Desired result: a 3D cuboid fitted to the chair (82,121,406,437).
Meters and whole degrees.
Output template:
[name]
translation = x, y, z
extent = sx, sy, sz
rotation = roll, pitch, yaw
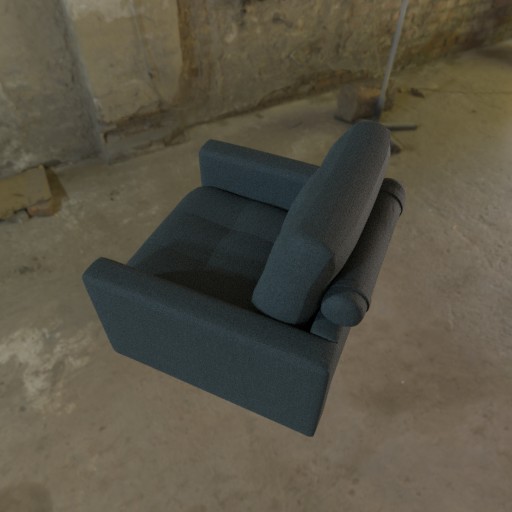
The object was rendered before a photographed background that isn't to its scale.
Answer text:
[chair]
translation = 0.000, 0.000, 1.552
extent = 0.843, 0.880, 0.821
rotation = 18, 50, 16
